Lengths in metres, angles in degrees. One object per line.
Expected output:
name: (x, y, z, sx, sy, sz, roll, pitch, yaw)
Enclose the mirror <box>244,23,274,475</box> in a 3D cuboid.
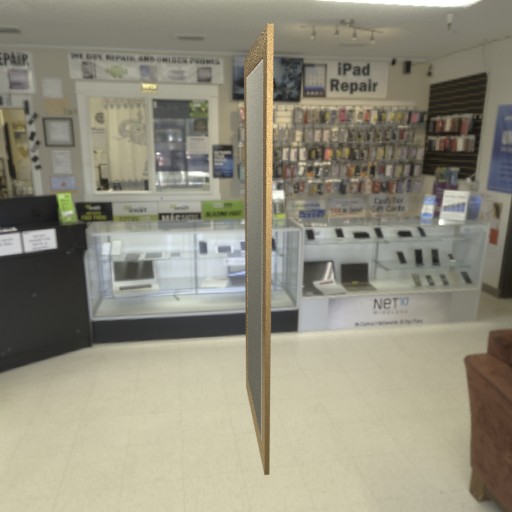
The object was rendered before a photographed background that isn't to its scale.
mirror: (0.000, 0.000, 2.325, 0.025, 2.031, 0.812, -2, 15, -7)
